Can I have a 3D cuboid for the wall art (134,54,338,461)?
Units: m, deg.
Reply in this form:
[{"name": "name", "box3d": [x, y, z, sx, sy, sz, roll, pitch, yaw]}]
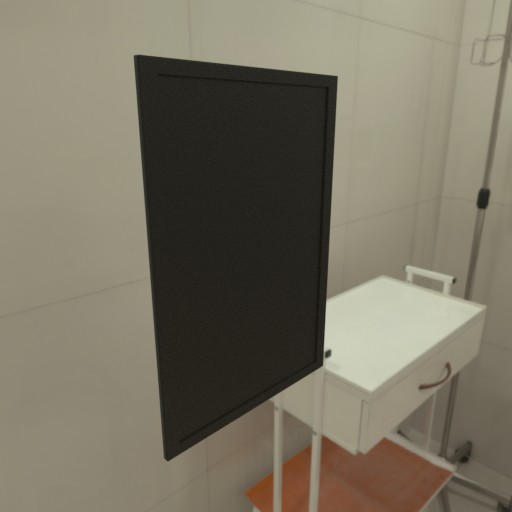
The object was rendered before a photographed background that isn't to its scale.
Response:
[{"name": "wall art", "box3d": [0.000, 0.000, 0.841, 0.451, 0.661, 0.012, -16, 24, -42]}]
